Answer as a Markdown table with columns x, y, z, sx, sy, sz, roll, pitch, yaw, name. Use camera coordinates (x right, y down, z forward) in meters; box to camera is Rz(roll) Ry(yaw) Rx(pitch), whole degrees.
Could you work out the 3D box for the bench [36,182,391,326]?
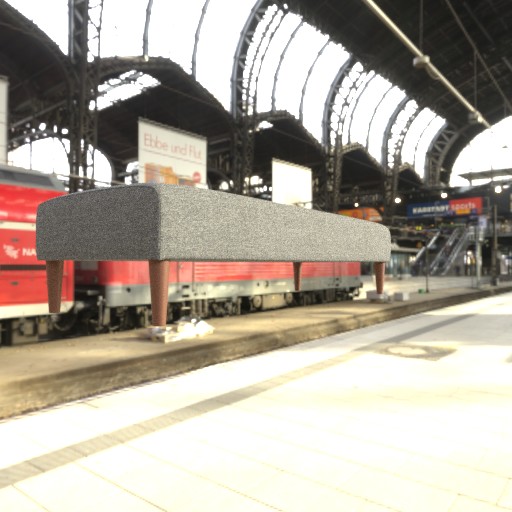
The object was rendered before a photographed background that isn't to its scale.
| x | y | z | sx | sy | sz | roll | pitch | yaw | name |
| --- | --- | --- | --- | --- | --- | --- | --- | --- | --- |
| 0.000 | 0.000 | 1.887 | 0.631 | 0.384 | 1.598 | -1 | -1 | 37 | bench |
